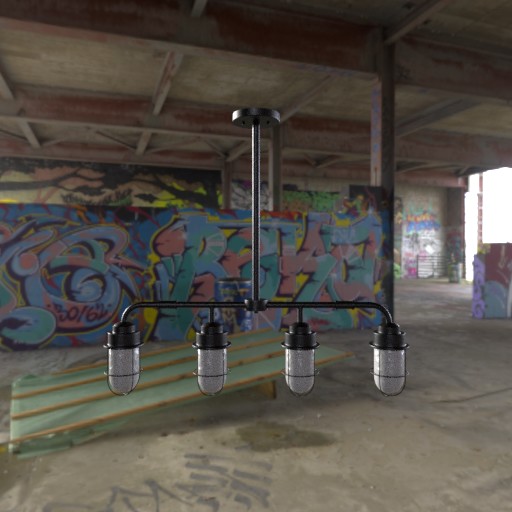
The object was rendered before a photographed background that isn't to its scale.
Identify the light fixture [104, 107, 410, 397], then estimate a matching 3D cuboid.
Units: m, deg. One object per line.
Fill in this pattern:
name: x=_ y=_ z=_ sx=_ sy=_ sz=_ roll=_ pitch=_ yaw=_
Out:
light fixture: x=0.000 y=0.000 z=1.241 sx=0.852 sy=0.785 sz=0.131 roll=0 pitch=1 yaw=1
